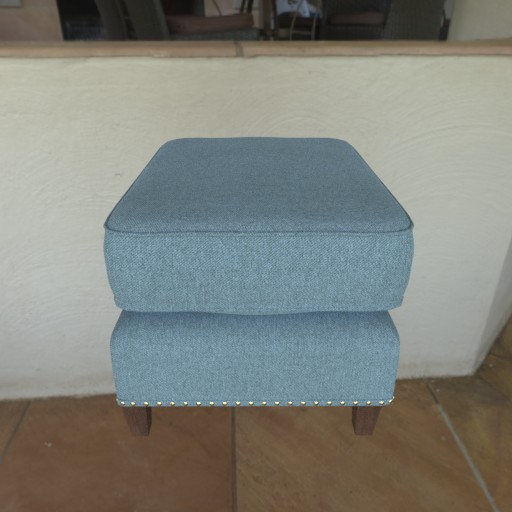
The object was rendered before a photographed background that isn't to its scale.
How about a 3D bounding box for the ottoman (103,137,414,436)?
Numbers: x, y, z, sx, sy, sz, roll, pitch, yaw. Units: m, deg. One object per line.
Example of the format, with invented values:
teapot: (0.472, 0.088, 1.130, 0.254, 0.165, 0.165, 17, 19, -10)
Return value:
ottoman: (0.000, 0.000, 1.160, 0.589, 0.537, 0.738, 0, 27, 0)
